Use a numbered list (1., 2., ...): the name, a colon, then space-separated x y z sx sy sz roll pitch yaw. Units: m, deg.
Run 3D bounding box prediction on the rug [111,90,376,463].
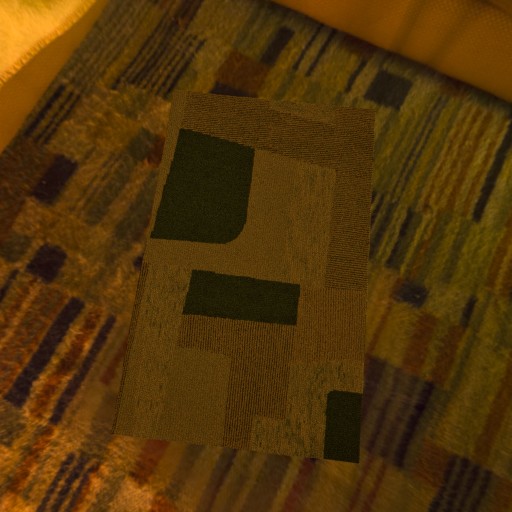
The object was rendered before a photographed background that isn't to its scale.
1. rug: 0.000 0.000 2.998 1.521 0.015 2.436 6 75 2
